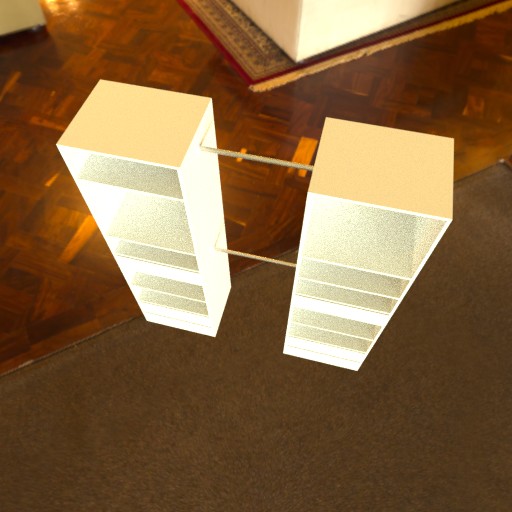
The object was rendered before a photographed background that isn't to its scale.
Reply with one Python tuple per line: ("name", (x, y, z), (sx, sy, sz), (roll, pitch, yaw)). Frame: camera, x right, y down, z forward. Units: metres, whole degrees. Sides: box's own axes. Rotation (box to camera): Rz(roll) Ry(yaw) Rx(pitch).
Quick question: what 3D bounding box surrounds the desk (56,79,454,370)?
("desk", (0.000, 0.000, 2.892), (1.770, 2.000, 0.480), (12, 59, 7))
